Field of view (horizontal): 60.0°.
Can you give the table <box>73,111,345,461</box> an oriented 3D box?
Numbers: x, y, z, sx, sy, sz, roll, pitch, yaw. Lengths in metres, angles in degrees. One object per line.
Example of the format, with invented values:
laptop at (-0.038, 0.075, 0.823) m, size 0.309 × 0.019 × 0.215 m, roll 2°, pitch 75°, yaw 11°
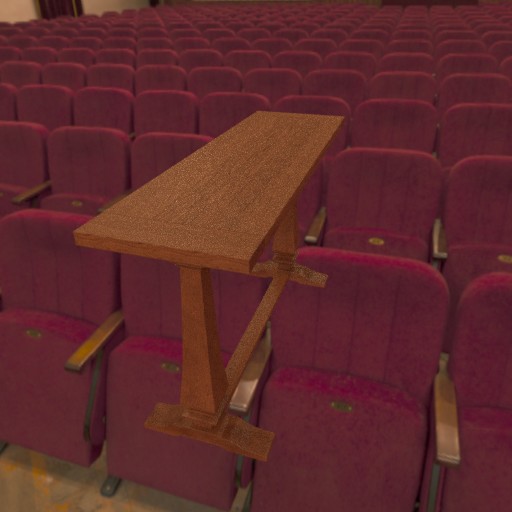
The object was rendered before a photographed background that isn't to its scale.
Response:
table at (0.000, 0.000, 1.829) m, size 0.461 × 0.852 × 1.478 m, roll 9°, pitch 31°, yaw 15°
